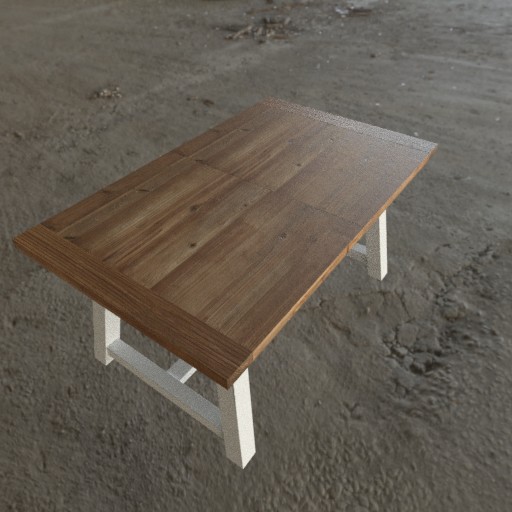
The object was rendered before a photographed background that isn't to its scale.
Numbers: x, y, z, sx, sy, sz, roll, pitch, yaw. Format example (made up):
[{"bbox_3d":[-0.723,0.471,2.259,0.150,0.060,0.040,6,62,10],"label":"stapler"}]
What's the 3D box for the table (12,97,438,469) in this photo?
[{"bbox_3d":[0.000,0.000,1.975,0.922,0.743,1.503,26,47,26],"label":"table"}]
